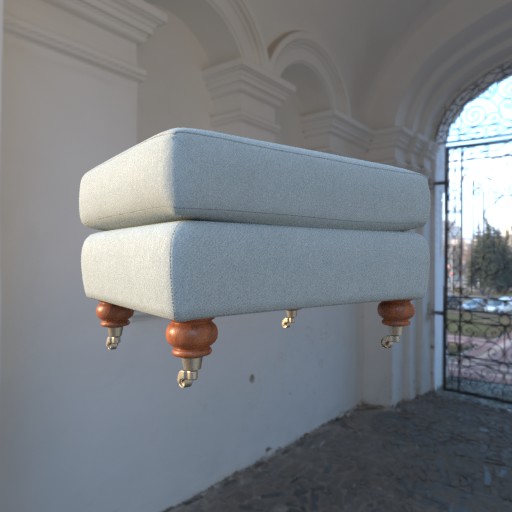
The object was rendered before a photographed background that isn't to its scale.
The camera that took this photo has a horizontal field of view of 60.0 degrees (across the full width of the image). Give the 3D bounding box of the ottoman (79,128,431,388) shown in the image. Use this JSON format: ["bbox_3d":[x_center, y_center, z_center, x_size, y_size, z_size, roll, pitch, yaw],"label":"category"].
[{"bbox_3d":[0.000,0.000,1.162,0.773,0.499,0.569,0,0,-36],"label":"ottoman"}]
